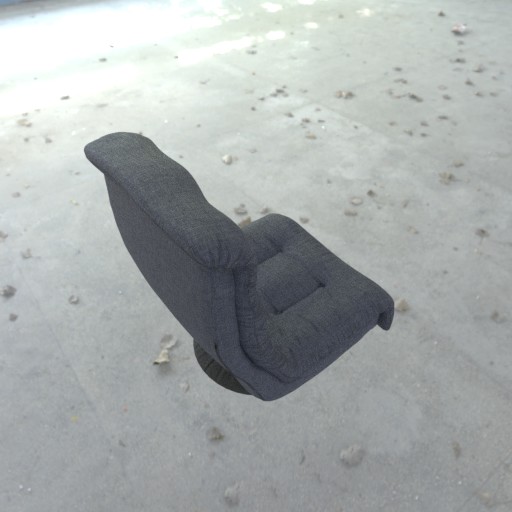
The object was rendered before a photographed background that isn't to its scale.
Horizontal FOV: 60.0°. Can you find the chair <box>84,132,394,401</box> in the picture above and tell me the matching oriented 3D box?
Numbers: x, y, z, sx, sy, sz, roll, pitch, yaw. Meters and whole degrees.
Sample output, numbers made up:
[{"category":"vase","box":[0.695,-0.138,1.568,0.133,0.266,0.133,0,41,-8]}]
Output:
[{"category":"chair","box":[0.000,0.000,1.259,0.668,0.749,0.597,-26,48,-26]}]
